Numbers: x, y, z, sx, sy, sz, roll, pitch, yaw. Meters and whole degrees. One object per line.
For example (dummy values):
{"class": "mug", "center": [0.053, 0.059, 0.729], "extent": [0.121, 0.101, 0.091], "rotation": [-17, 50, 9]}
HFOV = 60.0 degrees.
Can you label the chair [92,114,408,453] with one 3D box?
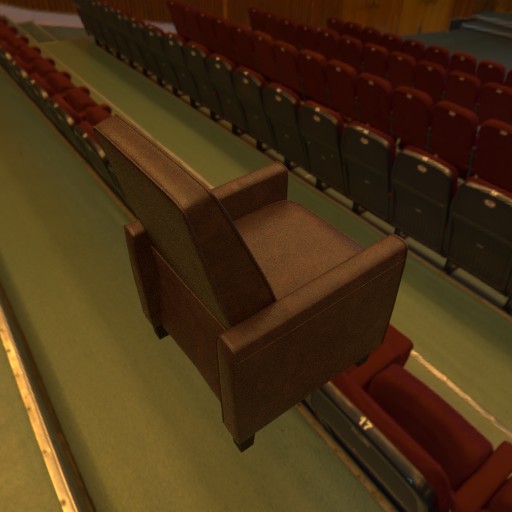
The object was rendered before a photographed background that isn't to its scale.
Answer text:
{"class": "chair", "center": [0.000, 0.000, 1.523], "extent": [0.746, 1.013, 0.705], "rotation": [-25, 46, -27]}
